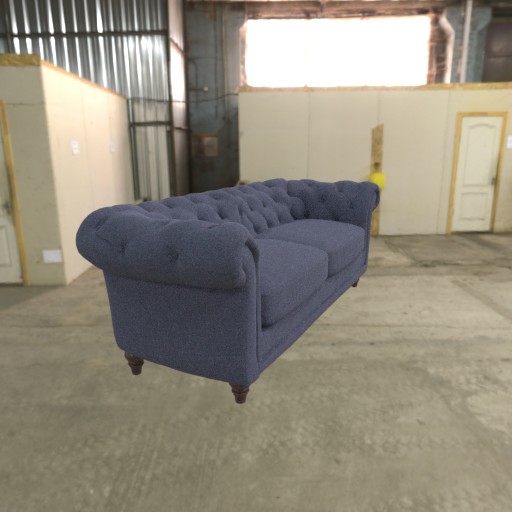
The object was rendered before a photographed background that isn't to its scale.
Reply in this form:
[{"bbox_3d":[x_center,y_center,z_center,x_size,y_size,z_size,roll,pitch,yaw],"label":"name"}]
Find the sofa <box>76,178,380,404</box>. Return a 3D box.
[{"bbox_3d":[0.000,0.000,2.848,1.046,0.836,2.335,7,16,27],"label":"sofa"}]
